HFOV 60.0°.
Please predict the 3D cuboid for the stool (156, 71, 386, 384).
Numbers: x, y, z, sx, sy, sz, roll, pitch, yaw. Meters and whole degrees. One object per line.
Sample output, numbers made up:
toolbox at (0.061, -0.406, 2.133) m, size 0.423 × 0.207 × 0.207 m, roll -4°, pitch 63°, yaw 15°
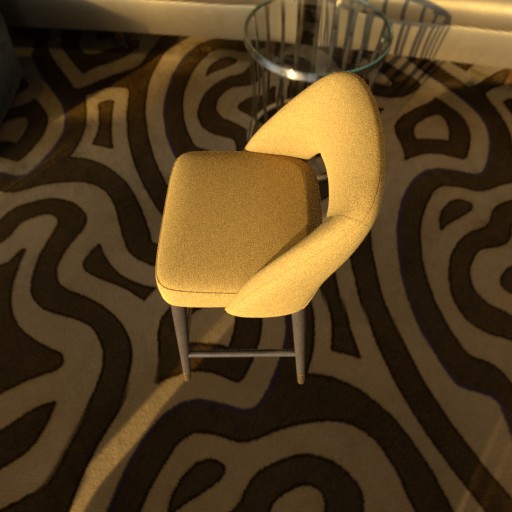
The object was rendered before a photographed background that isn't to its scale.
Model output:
stool at (0.000, 0.000, 1.325) m, size 0.522 × 1.032 × 0.536 m, roll 1°, pitch 58°, yaw 1°
